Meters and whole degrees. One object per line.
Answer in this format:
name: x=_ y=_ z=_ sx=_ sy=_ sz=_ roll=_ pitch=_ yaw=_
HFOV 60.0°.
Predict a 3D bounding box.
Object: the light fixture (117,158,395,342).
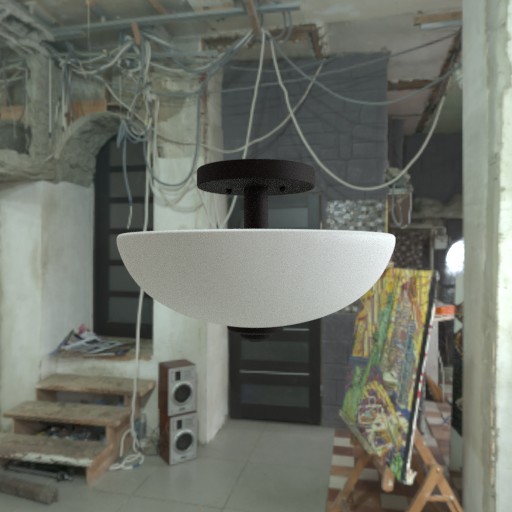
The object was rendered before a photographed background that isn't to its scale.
light fixture: x=0.000 y=0.000 z=0.551 sx=0.331 sy=0.212 sz=0.331 roll=0 pitch=0 yaw=0
